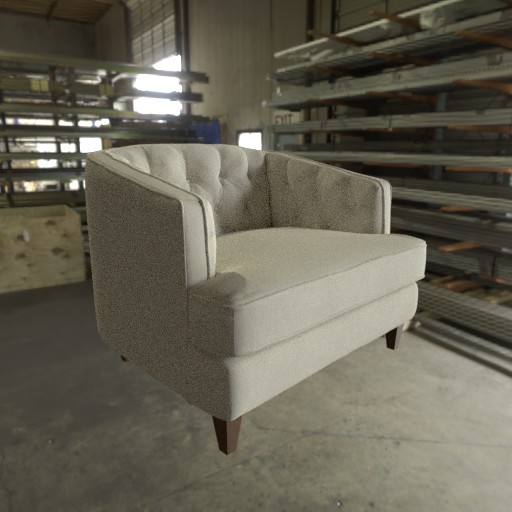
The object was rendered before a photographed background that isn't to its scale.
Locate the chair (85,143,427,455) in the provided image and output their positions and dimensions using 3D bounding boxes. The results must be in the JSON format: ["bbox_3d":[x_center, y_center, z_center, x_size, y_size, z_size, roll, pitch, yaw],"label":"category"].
[{"bbox_3d":[0.000,0.000,1.719,0.941,0.852,1.104,13,19,43],"label":"chair"}]
